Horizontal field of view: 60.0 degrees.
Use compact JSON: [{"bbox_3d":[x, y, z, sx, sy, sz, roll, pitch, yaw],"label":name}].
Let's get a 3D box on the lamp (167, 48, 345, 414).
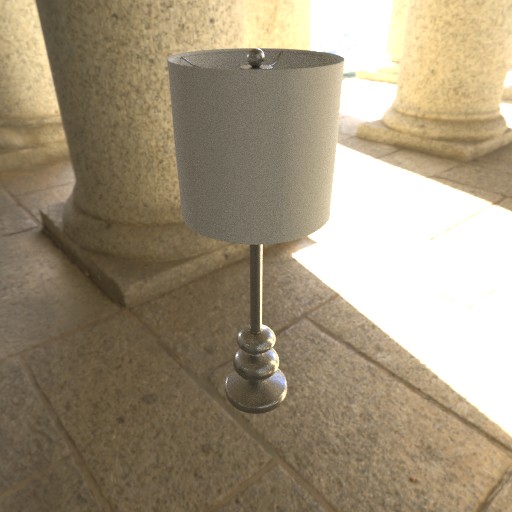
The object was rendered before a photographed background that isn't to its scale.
[{"bbox_3d":[0.000,0.000,0.809,0.254,0.690,0.254,11,32,18],"label":"lamp"}]
